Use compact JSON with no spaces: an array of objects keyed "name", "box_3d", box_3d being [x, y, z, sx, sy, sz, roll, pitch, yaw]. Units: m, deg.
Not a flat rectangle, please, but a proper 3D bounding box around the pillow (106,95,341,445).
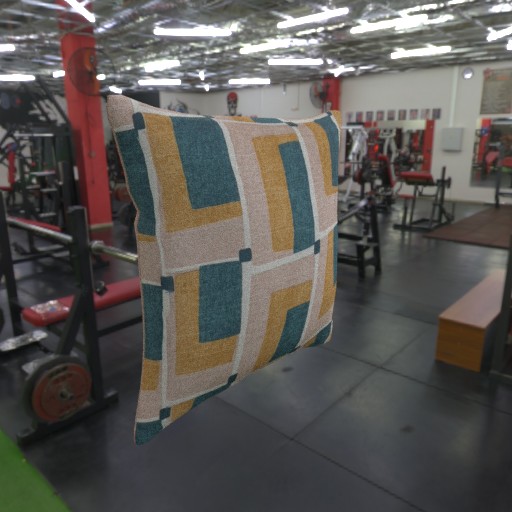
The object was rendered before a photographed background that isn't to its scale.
[{"name":"pillow","box_3d":[0.000,0.000,0.735,0.158,0.479,0.478,14,21,43]}]
